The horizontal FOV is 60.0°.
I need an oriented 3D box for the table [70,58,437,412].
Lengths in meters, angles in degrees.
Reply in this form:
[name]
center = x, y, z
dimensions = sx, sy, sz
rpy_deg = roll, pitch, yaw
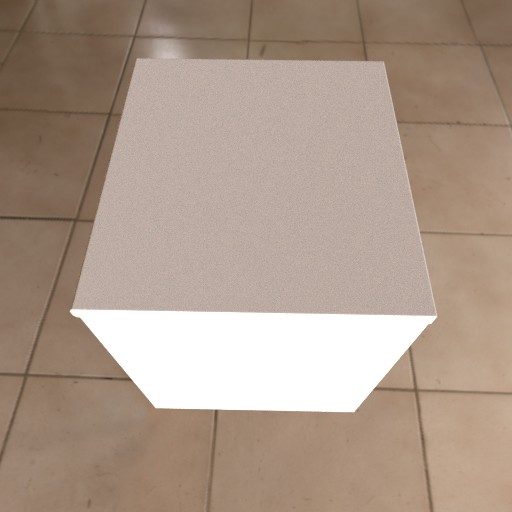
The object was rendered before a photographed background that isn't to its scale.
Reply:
[table]
center = 0.000, 0.000, 0.762
dimensions = 0.380, 0.460, 0.420
rpy_deg = 1, 58, 1
